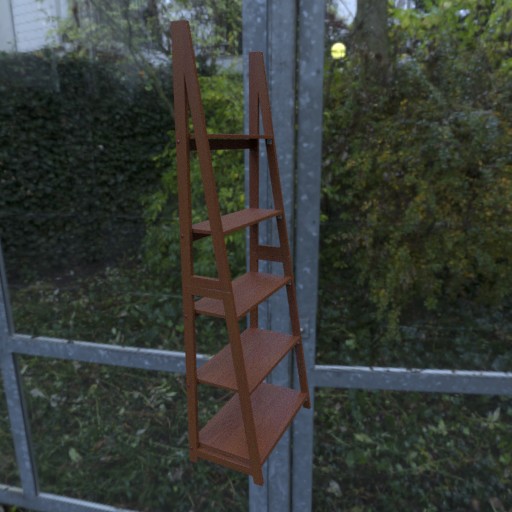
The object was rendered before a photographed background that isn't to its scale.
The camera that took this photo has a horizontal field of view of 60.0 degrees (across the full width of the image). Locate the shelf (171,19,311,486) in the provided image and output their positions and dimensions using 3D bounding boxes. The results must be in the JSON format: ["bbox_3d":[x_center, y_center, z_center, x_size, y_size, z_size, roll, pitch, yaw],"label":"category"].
[{"bbox_3d":[0.000,0.000,1.952,0.356,1.780,0.630,7,16,25],"label":"shelf"}]
